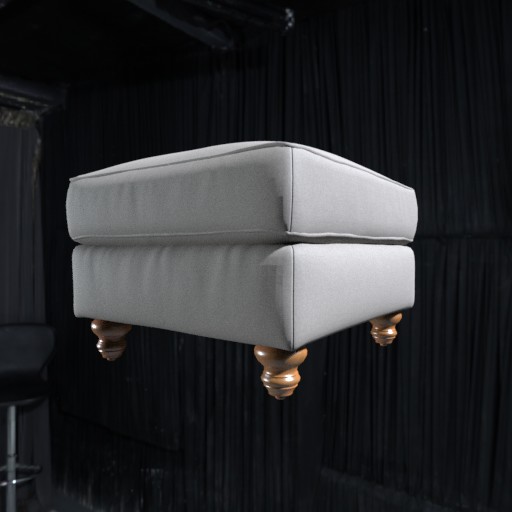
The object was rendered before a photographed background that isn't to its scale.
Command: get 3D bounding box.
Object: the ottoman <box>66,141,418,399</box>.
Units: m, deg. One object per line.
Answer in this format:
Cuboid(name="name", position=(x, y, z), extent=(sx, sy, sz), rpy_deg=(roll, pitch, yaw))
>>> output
Cuboid(name="ottoman", position=(0.000, 0.000, 1.161), extent=(0.662, 0.505, 0.721), rpy_deg=(0, 1, 35))
